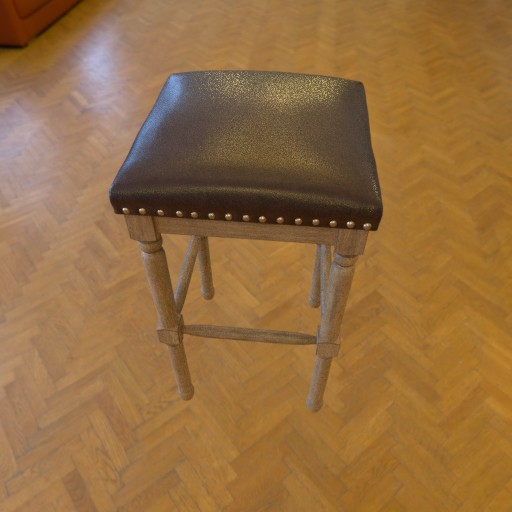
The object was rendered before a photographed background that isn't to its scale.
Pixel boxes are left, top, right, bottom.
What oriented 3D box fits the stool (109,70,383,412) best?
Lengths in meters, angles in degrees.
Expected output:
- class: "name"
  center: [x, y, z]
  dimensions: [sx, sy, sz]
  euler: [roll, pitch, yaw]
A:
- class: "stool"
  center: [0.000, 0.000, 0.948]
  dimensions: [0.383, 0.702, 0.382]
  euler: [4, 46, 4]
